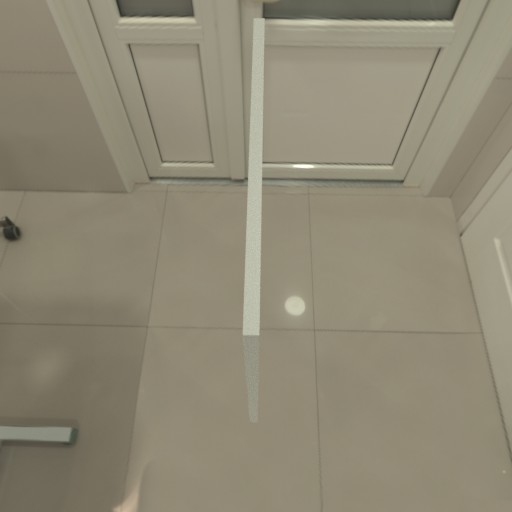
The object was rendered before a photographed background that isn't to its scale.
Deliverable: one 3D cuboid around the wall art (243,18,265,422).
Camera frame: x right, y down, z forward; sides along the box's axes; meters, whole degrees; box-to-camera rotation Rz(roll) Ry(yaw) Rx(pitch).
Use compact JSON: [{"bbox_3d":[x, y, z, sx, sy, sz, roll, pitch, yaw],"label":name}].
[{"bbox_3d":[0.000,0.000,0.625,0.013,0.456,0.382,1,62,1],"label":"wall art"}]
